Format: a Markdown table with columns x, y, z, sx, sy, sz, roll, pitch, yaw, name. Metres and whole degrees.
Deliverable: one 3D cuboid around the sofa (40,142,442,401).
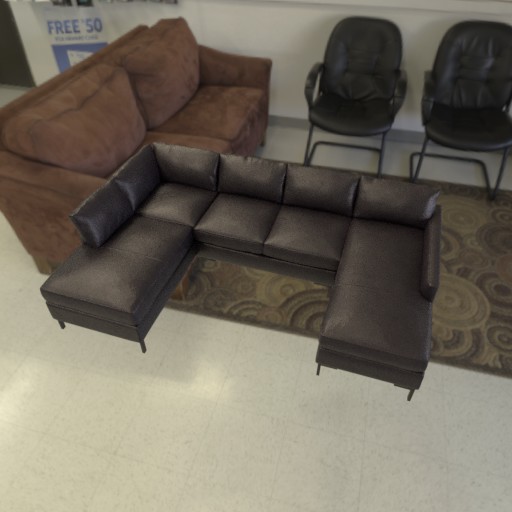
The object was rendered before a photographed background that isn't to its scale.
| x | y | z | sx | sy | sz | roll | pitch | yaw | name |
| --- | --- | --- | --- | --- | --- | --- | --- | --- | --- |
| 0.000 | 0.000 | 3.822 | 2.956 | 0.900 | 1.939 | 12 | 43 | 13 | sofa |
